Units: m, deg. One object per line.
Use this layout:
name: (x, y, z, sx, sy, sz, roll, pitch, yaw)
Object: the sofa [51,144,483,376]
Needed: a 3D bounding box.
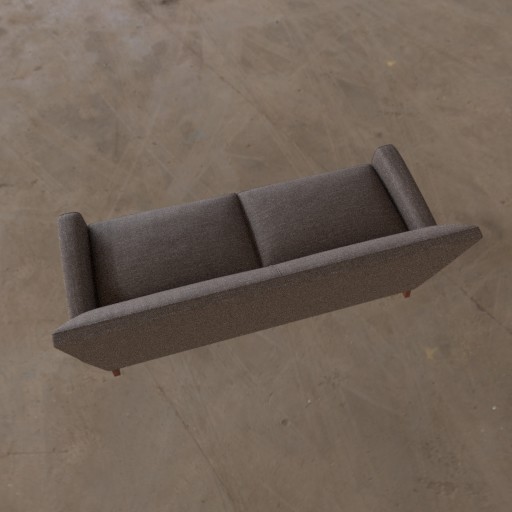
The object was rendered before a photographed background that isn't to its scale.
sofa: (0.000, 0.000, 2.438, 1.976, 0.846, 0.875, -14, 58, -9)
